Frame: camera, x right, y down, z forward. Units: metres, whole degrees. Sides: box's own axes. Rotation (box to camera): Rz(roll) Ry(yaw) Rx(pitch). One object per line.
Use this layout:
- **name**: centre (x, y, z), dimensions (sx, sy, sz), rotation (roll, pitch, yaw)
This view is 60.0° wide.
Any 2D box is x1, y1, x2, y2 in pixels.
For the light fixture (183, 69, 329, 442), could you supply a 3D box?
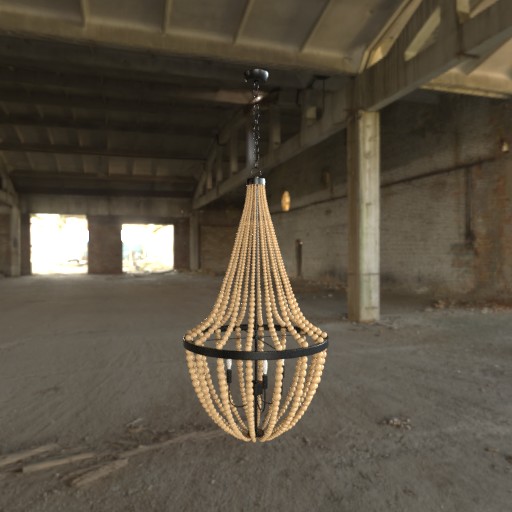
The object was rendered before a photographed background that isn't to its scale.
- **light fixture**: centre (0.000, 0.000, 1.387), dimensions (0.450, 1.133, 0.450), rotation (0, 1, 0)
